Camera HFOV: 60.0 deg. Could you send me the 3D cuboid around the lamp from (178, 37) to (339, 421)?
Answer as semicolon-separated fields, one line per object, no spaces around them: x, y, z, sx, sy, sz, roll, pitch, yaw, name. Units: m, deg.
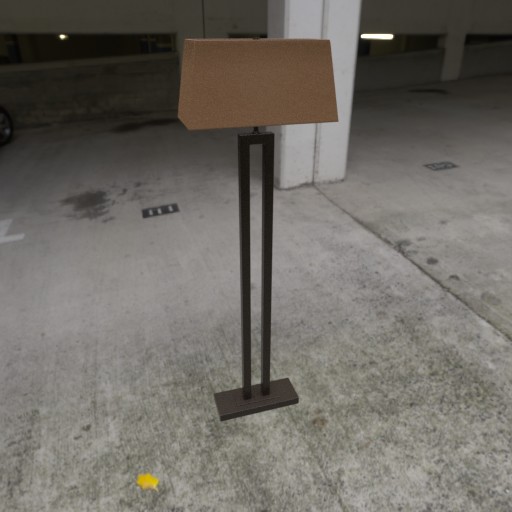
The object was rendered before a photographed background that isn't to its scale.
0.000;0.000;1.663;0.475;1.469;0.233;-8;28;-15;lamp
